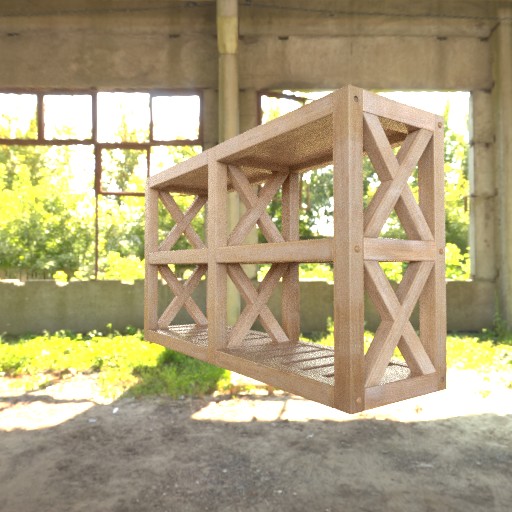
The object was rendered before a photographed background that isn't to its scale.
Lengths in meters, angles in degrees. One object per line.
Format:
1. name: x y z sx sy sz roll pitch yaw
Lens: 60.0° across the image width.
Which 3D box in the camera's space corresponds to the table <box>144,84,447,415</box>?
1. table: 0.000 0.000 1.662 0.381 0.762 1.320 1 -2 -35
